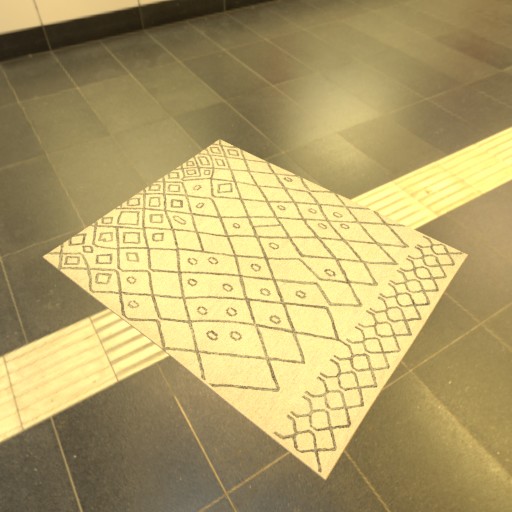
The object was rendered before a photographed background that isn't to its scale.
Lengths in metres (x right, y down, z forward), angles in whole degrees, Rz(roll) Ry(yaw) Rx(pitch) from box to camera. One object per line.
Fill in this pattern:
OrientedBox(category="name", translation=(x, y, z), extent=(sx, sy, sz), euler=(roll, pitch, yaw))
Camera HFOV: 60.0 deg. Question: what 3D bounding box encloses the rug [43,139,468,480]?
OrientedBox(category="rug", translation=(0.000, 0.000, 4.056), extent=(3.046, 0.015, 2.446), euler=(30, 54, 25))
